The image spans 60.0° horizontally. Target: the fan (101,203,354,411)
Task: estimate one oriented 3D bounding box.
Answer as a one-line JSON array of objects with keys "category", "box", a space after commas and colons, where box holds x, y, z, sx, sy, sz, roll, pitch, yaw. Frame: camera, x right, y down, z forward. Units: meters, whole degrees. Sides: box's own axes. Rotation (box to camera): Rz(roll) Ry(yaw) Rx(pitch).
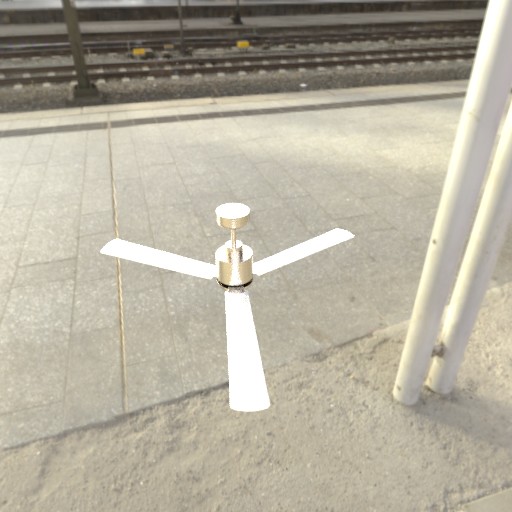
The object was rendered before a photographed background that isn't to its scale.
[{"category": "fan", "box": [0.000, 0.000, 2.303, 1.561, 0.446, 1.531, -11, 34, -16]}]
